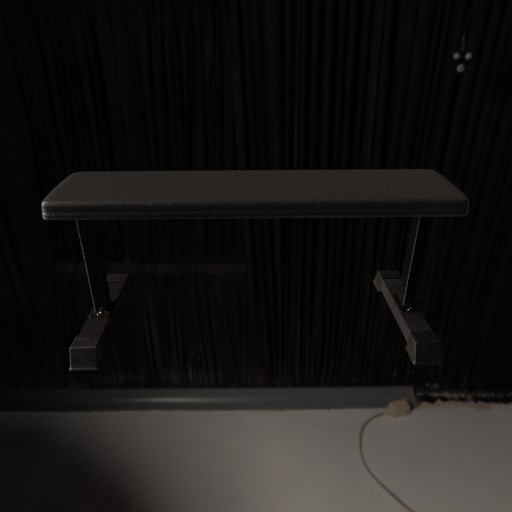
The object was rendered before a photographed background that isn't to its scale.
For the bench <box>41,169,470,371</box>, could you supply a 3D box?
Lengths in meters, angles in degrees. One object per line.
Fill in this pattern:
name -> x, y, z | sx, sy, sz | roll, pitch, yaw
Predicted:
bench -> 0.000, 0.000, 1.289 | 1.072, 0.453, 0.439 | -1, 28, -1
